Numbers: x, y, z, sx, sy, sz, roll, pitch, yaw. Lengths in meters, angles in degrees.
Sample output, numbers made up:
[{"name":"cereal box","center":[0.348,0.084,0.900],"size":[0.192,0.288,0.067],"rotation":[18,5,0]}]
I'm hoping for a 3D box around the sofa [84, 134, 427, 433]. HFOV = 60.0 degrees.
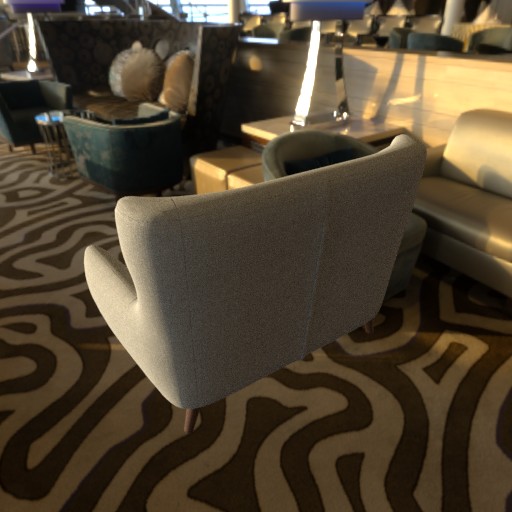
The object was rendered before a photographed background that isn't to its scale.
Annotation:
[{"name":"sofa","center":[0.000,0.000,2.047],"size":[1.386,1.028,0.884],"rotation":[-19,35,-30]}]
